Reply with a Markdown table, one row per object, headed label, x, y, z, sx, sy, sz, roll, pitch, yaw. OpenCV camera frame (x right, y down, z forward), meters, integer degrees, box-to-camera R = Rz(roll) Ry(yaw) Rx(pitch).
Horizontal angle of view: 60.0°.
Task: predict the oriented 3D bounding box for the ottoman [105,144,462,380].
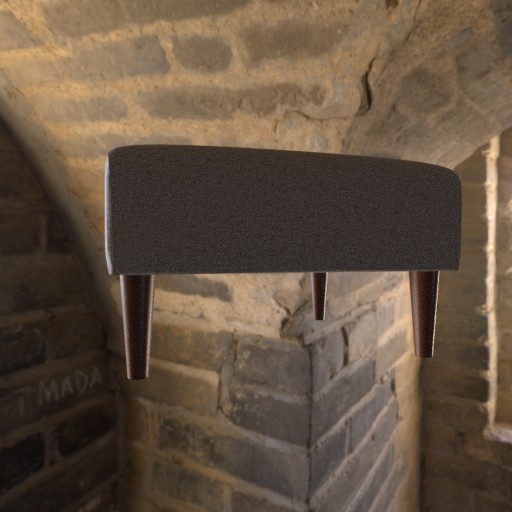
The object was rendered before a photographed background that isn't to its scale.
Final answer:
| label | x | y | z | sx | sy | sz | roll | pitch | yaw |
| --- | --- | --- | --- | --- | --- | --- | --- | --- | --- |
| ottoman | 0.000 | 0.000 | 1.051 | 0.655 | 0.399 | 0.648 | 0 | 0 | -16 |
